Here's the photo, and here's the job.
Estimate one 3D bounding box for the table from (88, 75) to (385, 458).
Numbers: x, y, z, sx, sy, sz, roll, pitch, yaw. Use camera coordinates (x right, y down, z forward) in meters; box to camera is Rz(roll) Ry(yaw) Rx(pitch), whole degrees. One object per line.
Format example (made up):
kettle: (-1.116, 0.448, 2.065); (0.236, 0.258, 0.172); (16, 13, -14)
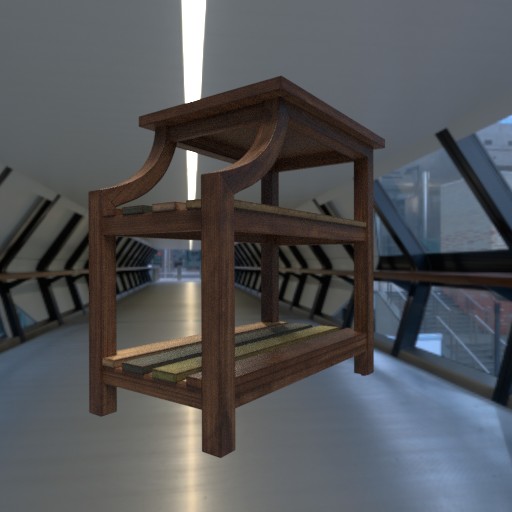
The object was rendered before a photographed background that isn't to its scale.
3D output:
table: (0.000, 0.000, 0.963); (0.356, 0.584, 0.609); (0, 0, 36)
